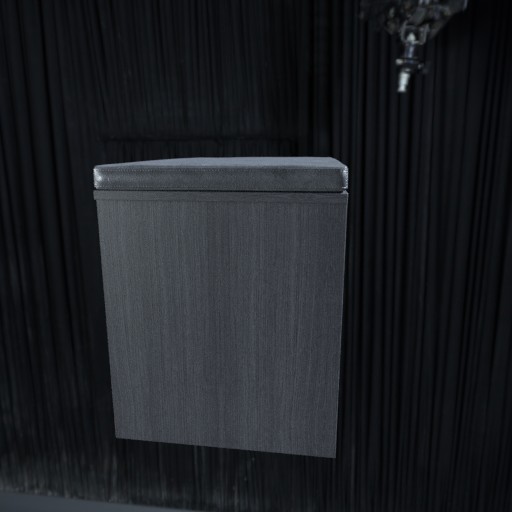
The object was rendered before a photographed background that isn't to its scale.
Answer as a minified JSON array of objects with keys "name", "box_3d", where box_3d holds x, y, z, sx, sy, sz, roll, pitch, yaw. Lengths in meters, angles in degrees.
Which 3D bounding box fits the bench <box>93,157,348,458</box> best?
[{"name":"bench","box_3d":[0.000,0.000,1.164,0.401,0.501,0.905,2,13,8]}]
